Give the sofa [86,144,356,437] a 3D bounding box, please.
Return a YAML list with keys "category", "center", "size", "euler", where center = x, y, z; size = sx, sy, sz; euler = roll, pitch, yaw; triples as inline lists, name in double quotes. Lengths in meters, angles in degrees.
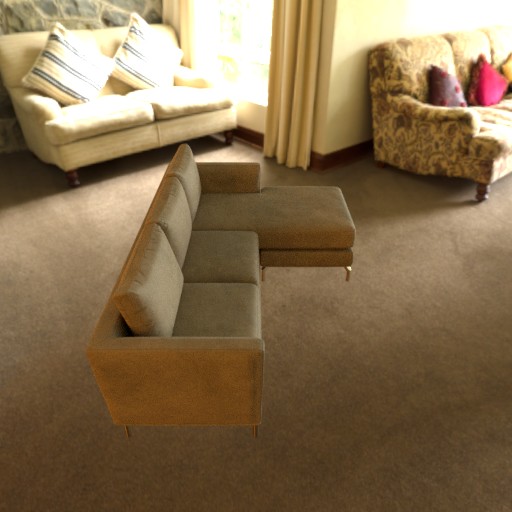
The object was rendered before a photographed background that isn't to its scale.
- category: "sofa"
  center: [0.000, 0.000, 3.242]
  size: [1.622, 0.987, 2.438]
  euler: [0, 33, 0]
